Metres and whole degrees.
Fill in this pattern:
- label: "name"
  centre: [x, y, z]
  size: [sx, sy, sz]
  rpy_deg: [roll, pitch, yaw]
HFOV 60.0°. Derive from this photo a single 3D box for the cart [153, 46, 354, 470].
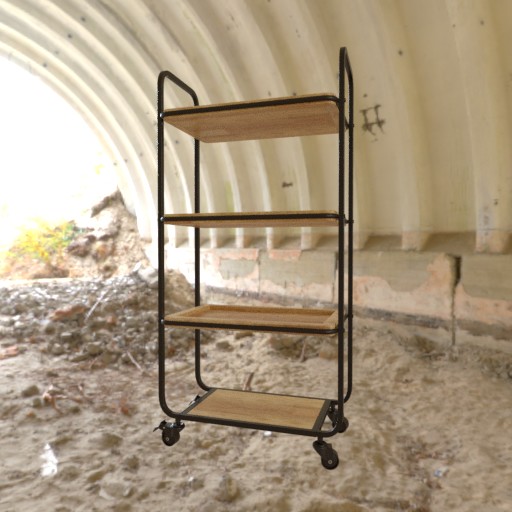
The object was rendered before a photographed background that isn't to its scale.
- label: "cart"
  centre: [0.000, 0.000, 1.310]
  size: [0.545, 1.080, 0.321]
  rpy_deg: [0, 1, 17]
